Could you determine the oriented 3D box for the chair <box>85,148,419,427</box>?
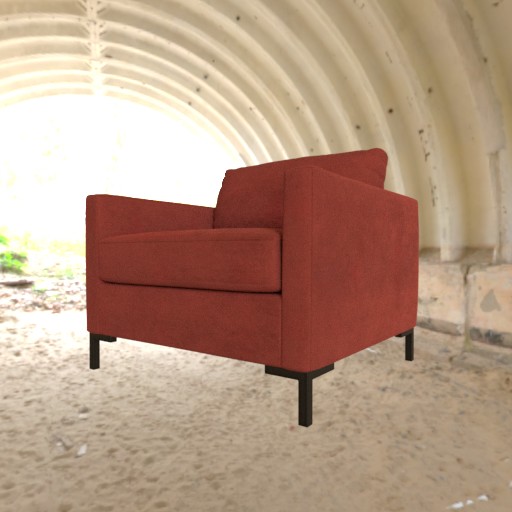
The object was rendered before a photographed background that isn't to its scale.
[{"bbox_3d":[0.000,0.000,1.647,0.964,0.812,0.875,0,1,36],"label":"chair"}]
